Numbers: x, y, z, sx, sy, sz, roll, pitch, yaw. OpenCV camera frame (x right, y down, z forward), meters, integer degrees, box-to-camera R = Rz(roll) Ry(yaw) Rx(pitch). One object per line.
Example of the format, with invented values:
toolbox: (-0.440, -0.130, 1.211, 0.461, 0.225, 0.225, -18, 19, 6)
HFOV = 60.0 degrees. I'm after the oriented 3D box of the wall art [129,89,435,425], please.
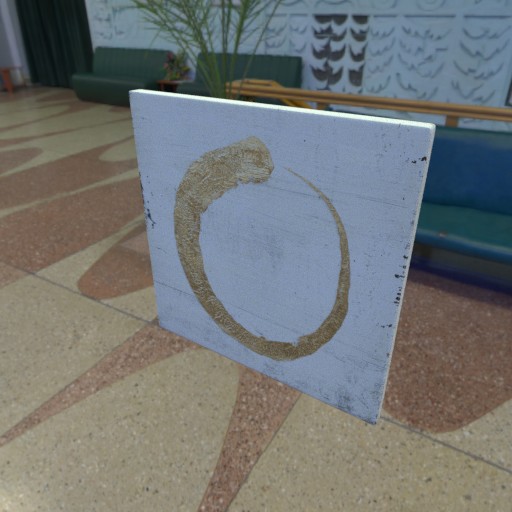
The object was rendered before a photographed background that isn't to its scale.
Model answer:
wall art: (0.000, 0.000, 1.157, 0.762, 0.762, 0.038, 17, 33, 29)
